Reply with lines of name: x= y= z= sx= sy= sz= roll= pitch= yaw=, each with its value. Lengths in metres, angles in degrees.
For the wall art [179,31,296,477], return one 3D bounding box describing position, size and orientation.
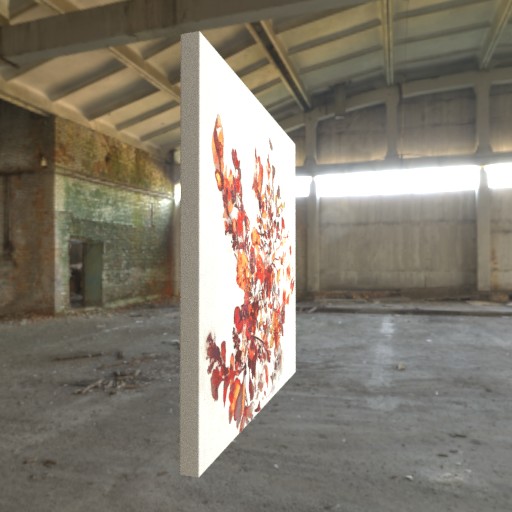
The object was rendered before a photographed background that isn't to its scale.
wall art: x=0.000 y=0.000 z=1.115 sx=0.037 sy=0.757 sz=0.757 roll=0 pitch=-1 yaw=17
